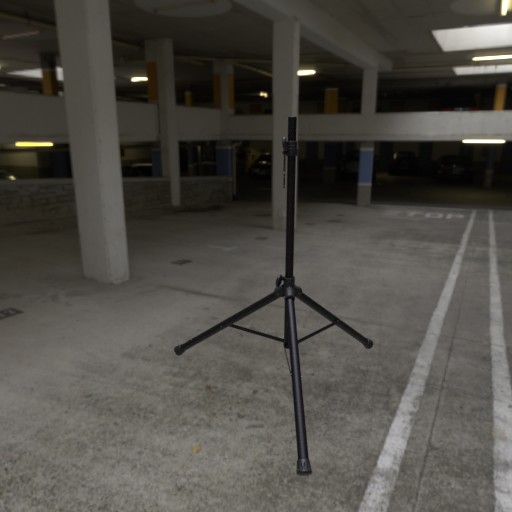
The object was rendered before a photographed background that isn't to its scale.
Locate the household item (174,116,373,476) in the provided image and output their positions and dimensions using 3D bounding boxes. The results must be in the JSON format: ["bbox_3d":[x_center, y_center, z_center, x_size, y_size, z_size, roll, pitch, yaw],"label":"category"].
[{"bbox_3d":[0.000,0.000,1.902,0.907,1.136,1.045,8,17,26],"label":"household item"}]
